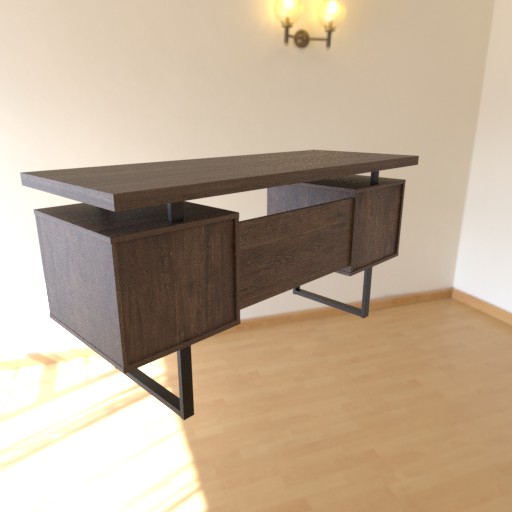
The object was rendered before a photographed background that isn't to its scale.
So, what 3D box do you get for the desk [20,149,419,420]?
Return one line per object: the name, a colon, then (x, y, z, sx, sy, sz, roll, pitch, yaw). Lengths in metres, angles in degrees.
desk: (0.000, 0.000, 1.835, 0.600, 0.760, 1.524, 16, 24, 42)
